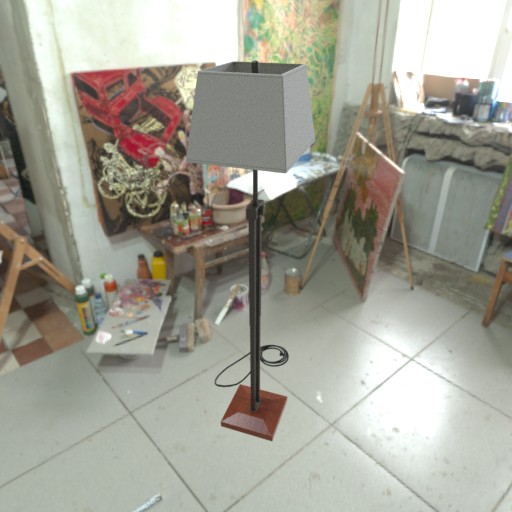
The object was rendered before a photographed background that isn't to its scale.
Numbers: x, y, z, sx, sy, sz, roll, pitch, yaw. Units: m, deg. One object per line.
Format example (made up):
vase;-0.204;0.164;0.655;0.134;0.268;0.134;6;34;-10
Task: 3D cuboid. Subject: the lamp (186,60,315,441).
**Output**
lamp;0.000;0.000;2.069;0.472;1.712;0.745;10;31;17
